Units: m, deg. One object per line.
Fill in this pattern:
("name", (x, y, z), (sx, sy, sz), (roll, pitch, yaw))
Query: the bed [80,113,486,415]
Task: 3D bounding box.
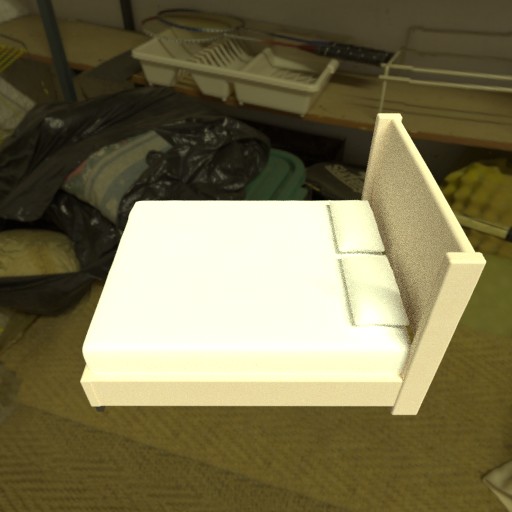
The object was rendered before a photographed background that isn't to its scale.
("bed", (0.000, 0.000, 3.336), (2.293, 1.471, 1.778), (0, 41, 0))
